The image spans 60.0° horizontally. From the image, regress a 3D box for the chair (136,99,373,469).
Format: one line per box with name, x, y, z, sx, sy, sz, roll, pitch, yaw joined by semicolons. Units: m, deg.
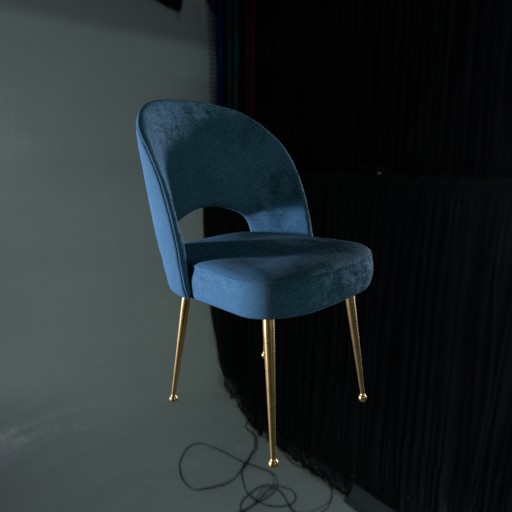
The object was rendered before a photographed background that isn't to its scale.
chair;0.000;0.000;1.234;0.577;0.860;0.527;13;19;43
